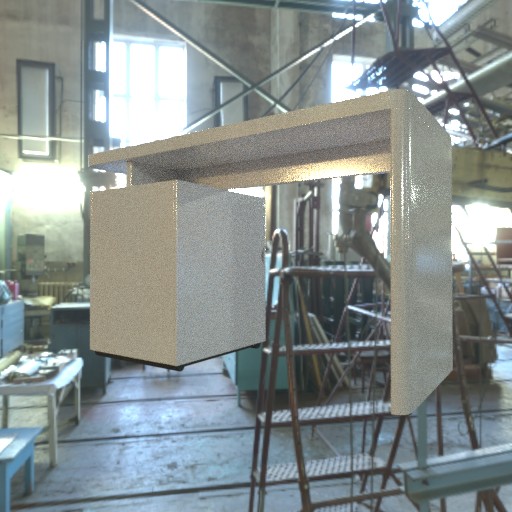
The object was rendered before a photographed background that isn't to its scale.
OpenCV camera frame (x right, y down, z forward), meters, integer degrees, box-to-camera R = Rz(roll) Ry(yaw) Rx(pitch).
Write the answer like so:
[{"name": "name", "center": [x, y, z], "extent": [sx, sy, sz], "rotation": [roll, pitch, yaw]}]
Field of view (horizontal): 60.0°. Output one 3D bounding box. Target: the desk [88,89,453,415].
[{"name": "desk", "center": [0.000, 0.000, 1.562], "extent": [1.200, 0.760, 0.550], "rotation": [0, 0, 34]}]
